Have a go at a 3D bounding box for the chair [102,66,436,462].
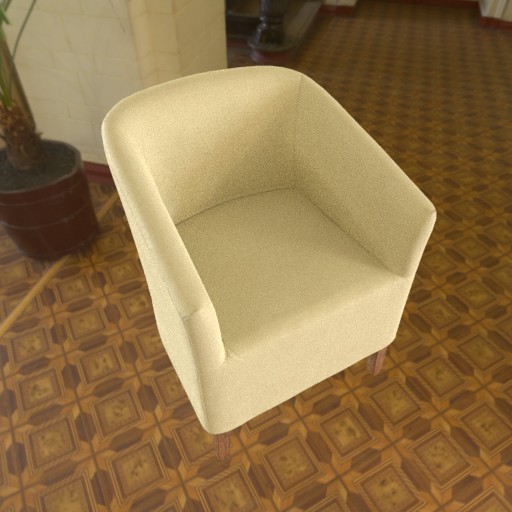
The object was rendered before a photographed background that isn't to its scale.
[{"bbox_3d":[0.000,0.000,1.273,0.643,0.822,0.657,-21,48,-21],"label":"chair"}]
